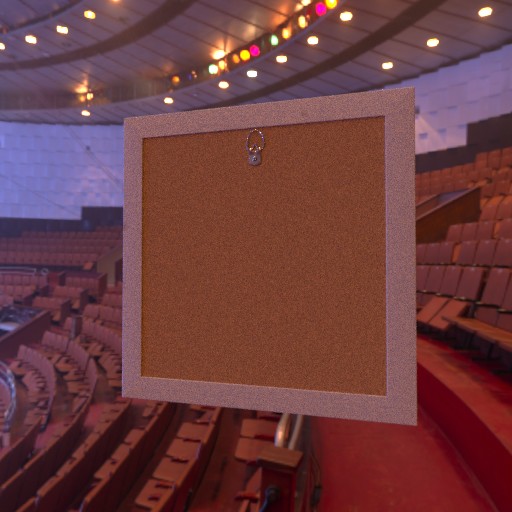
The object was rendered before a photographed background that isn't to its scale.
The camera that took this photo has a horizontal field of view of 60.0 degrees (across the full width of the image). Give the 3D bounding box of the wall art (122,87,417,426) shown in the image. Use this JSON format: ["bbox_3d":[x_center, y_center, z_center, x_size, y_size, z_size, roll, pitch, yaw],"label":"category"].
[{"bbox_3d":[0.000,0.000,0.842,0.572,0.577,0.015,0,-1,17],"label":"wall art"}]
